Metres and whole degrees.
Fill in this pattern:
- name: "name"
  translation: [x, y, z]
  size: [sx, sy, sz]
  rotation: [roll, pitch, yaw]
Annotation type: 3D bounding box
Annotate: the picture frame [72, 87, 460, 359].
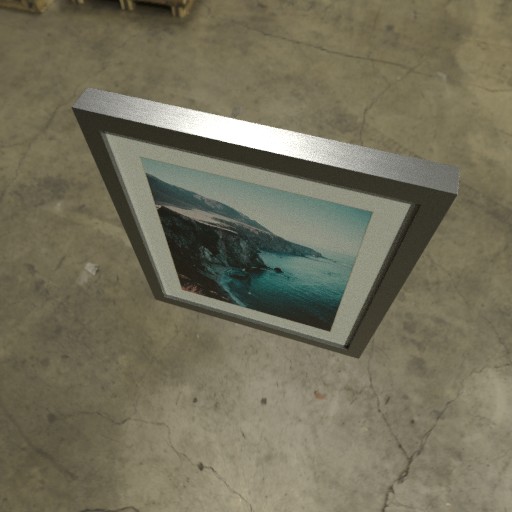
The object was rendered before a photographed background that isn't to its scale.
- name: "picture frame"
  translation: [0.000, 0.000, 1.350]
  size: [0.839, 0.968, 0.073]
  rotation: [15, 59, 9]
